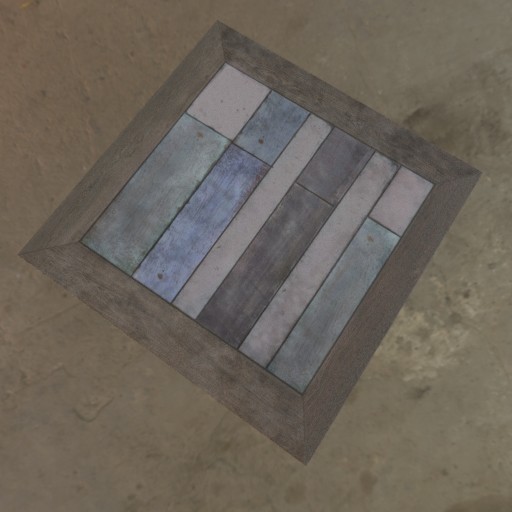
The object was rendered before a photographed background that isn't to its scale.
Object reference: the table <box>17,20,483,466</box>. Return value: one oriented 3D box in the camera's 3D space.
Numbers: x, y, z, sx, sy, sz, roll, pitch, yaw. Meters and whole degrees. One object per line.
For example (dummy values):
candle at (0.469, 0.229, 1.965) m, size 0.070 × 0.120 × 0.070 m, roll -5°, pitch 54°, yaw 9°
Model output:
table at (0.000, 0.000, 1.100) m, size 0.610 × 0.610 × 0.610 m, roll 33°, pitch 78°, yaw 8°
